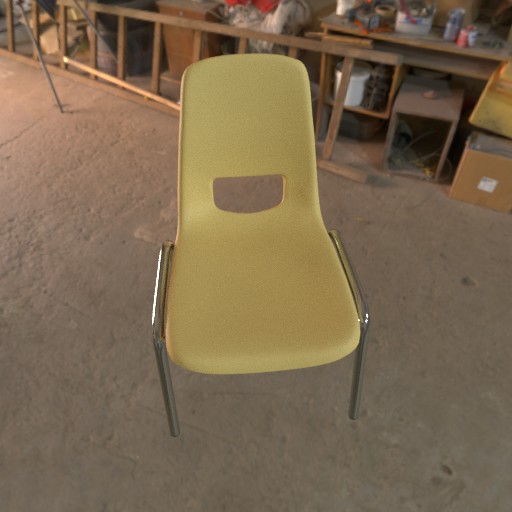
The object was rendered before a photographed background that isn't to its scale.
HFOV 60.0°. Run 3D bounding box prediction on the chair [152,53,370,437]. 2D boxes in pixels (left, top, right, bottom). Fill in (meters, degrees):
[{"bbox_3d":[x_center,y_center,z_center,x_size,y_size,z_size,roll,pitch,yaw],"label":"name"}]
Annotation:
[{"bbox_3d":[0.000,0.000,0.763,0.354,0.536,0.385,-4,47,-4],"label":"chair"}]
